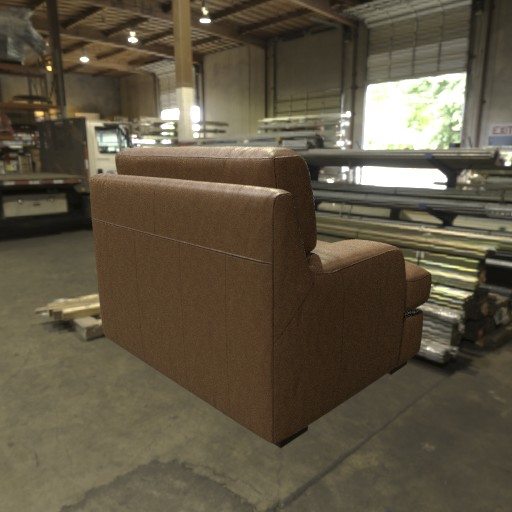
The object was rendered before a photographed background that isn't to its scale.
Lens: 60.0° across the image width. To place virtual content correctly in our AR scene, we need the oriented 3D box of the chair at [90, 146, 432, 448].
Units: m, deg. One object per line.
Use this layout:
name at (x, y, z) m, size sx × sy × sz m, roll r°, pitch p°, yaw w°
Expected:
chair at (0.000, 0.000, 2.042) m, size 1.050 × 0.978 × 1.276 m, roll -13°, pitch 19°, yaw -42°
